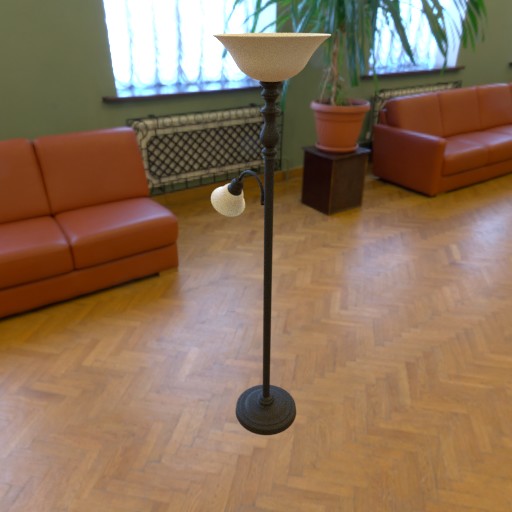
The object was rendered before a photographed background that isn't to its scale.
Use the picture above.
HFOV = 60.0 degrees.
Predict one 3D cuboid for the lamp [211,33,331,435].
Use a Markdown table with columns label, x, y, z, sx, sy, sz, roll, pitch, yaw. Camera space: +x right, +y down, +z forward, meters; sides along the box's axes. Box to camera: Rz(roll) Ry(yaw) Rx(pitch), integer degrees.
| label | x | y | z | sx | sy | sz | roll | pitch | yaw |
| --- | --- | --- | --- | --- | --- | --- | --- | --- | --- |
| lamp | 0.000 | 0.000 | 2.000 | 0.405 | 1.793 | 0.588 | -18 | 33 | -30 |
